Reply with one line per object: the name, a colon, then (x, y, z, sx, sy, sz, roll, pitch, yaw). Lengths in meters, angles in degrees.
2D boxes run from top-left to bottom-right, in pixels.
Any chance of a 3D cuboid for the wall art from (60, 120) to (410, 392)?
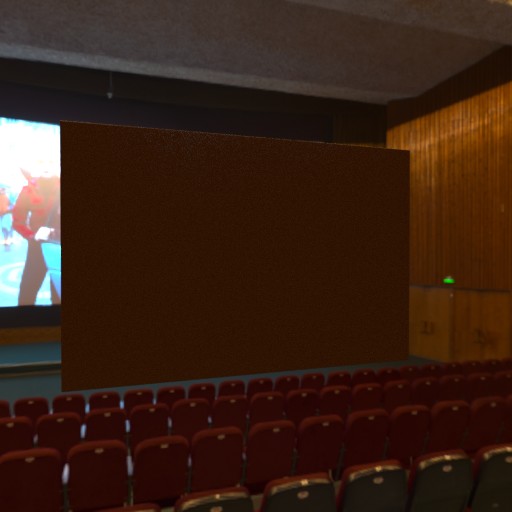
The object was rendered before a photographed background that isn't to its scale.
wall art: (0.000, 0.000, 1.153, 0.932, 0.610, 0.027, 0, 1, -18)
